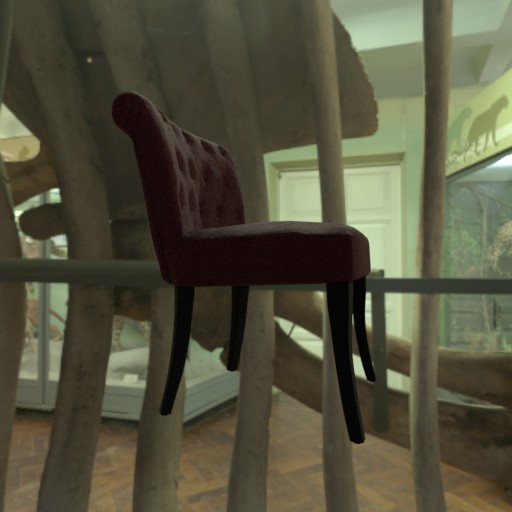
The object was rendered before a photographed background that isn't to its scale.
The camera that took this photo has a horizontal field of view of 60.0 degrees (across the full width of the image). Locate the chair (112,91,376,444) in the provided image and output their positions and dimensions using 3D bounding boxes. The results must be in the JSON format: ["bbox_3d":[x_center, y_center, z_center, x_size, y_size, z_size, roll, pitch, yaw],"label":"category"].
[{"bbox_3d":[0.000,0.000,1.195,0.605,0.750,0.582,0,0,18],"label":"chair"}]
